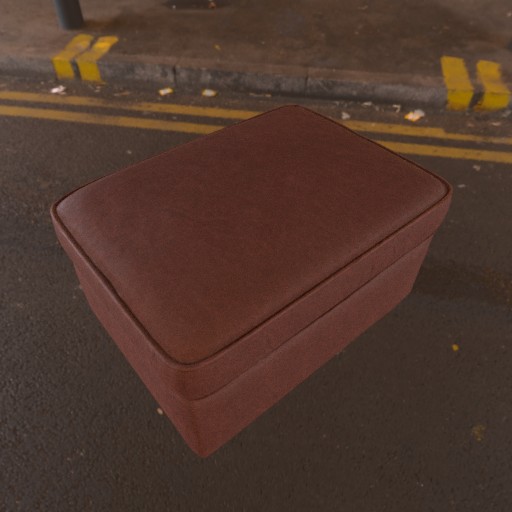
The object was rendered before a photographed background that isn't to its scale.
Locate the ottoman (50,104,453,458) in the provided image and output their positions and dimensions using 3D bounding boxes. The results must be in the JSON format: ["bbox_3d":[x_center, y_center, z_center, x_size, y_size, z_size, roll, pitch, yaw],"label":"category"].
[{"bbox_3d":[0.000,0.000,1.083,0.749,0.449,0.548,-31,53,-26],"label":"ottoman"}]
